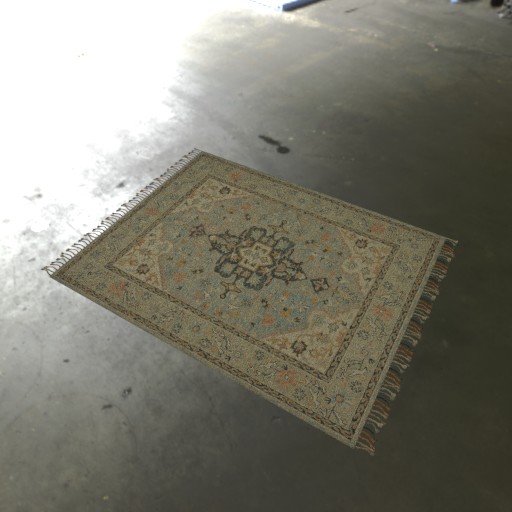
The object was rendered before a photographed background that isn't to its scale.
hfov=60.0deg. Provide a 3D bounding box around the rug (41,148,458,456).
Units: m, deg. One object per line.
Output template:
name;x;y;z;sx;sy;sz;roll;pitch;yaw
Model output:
rug;0.000;0.000;4.198;3.221;0.011;2.379;24;51;21
